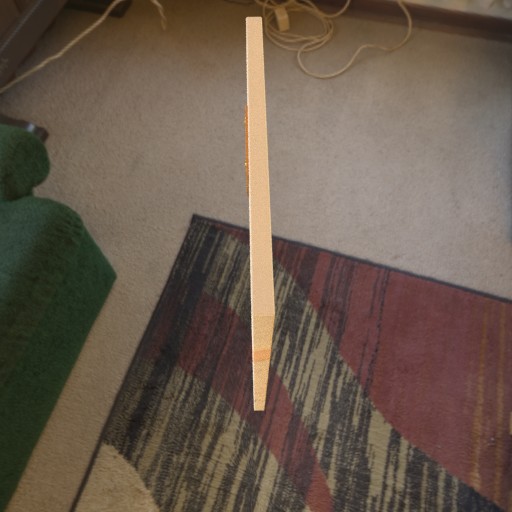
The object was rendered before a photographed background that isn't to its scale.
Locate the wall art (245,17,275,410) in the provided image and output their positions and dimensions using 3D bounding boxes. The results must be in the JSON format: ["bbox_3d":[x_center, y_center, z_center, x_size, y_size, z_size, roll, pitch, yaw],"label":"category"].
[{"bbox_3d":[0.000,0.000,1.100,0.036,0.848,0.613,-1,63,-1],"label":"wall art"}]
